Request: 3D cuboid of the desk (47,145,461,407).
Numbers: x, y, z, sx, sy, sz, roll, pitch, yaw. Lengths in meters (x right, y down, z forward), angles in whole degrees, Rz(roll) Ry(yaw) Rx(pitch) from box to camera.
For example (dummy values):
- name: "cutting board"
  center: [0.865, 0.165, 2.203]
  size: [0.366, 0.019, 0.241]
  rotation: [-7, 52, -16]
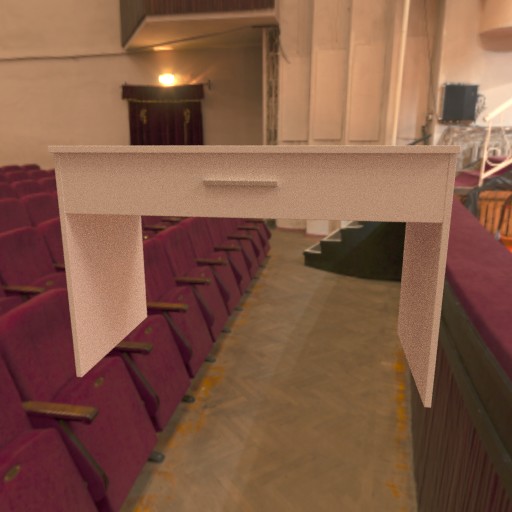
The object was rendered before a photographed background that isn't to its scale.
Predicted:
- name: "desk"
  center: [0.000, 0.000, 1.517]
  size: [1.100, 0.730, 0.560]
  rotation: [2, 14, 9]
